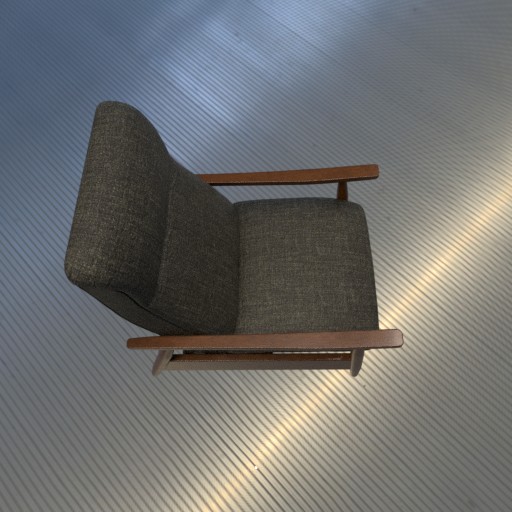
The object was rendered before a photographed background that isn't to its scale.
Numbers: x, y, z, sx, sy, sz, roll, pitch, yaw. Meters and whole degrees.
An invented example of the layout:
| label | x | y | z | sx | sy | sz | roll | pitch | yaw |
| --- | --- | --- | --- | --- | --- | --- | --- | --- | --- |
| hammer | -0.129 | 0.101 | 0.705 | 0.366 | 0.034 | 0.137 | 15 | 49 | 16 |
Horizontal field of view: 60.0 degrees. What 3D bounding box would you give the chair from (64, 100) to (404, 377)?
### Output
| label | x | y | z | sx | sy | sz | roll | pitch | yaw |
| --- | --- | --- | --- | --- | --- | --- | --- | --- | --- |
| chair | 0.000 | 0.000 | 1.747 | 1.014 | 1.082 | 0.762 | 0 | 64 | 0 |
